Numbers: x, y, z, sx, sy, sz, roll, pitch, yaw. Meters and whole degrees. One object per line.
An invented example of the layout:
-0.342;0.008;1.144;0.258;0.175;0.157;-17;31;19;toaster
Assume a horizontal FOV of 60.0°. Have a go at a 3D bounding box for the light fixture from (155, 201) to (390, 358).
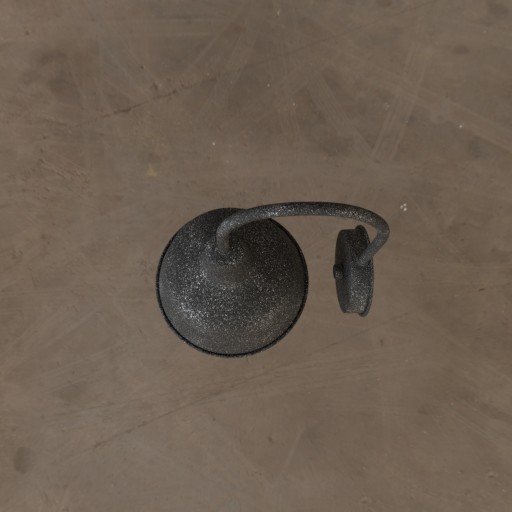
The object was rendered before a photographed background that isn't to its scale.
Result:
0.000;0.000;0.507;0.283;0.300;0.216;-1;75;0;light fixture
